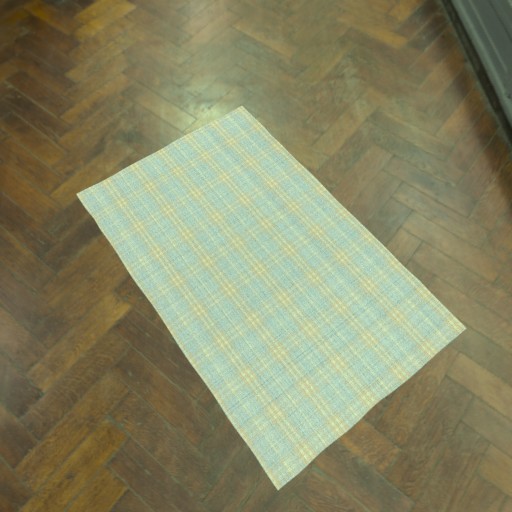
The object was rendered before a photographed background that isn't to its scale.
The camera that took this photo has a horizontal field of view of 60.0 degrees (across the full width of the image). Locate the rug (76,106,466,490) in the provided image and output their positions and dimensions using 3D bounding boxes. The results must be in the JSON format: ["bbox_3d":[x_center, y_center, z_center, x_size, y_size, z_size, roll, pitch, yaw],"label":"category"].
[{"bbox_3d":[0.000,0.000,3.081,1.545,0.016,2.460,-33,67,-16],"label":"rug"}]
